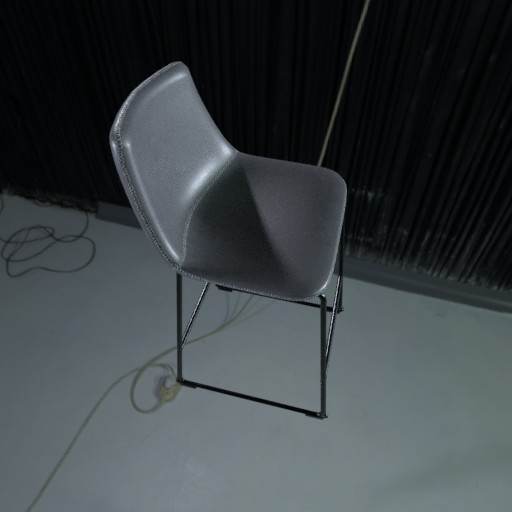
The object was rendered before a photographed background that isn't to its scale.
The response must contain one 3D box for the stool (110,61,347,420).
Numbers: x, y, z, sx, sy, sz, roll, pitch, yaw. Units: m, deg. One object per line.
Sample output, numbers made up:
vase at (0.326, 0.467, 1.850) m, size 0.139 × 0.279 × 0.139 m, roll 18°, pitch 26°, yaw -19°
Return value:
stool at (0.000, 0.000, 1.197) m, size 0.546 × 0.876 × 0.470 m, roll 11°, pitch 48°, yaw 10°
